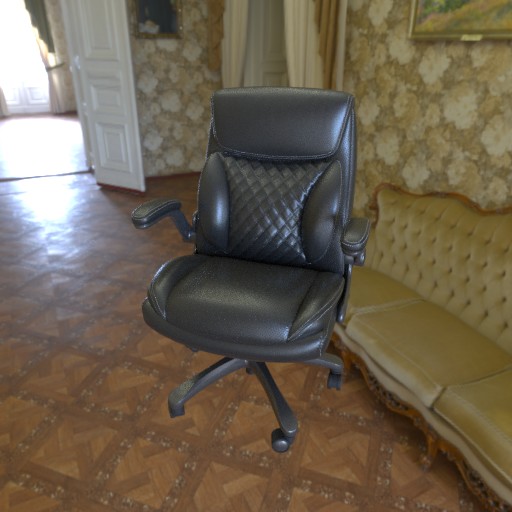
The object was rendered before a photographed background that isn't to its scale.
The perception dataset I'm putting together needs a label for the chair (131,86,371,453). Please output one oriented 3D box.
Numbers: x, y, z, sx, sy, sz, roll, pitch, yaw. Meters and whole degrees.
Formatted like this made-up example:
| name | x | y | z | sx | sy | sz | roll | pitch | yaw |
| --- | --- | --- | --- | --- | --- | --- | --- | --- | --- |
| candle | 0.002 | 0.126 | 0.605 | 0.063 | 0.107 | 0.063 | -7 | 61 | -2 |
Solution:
| name | x | y | z | sx | sy | sz | roll | pitch | yaw |
| --- | --- | --- | --- | --- | --- | --- | --- | --- | --- |
| chair | 0.000 | 0.000 | 1.604 | 0.782 | 1.110 | 0.724 | 8 | 26 | 16 |
